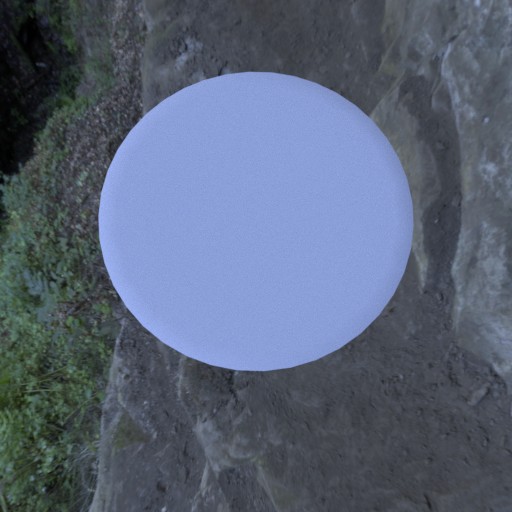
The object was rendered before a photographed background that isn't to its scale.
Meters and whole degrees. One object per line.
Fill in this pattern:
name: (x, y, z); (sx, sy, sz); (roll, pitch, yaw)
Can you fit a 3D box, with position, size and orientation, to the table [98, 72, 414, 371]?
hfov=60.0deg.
table: (0.000, 0.000, 1.040); (0.513, 0.653, 0.513); (0, 76, 0)
